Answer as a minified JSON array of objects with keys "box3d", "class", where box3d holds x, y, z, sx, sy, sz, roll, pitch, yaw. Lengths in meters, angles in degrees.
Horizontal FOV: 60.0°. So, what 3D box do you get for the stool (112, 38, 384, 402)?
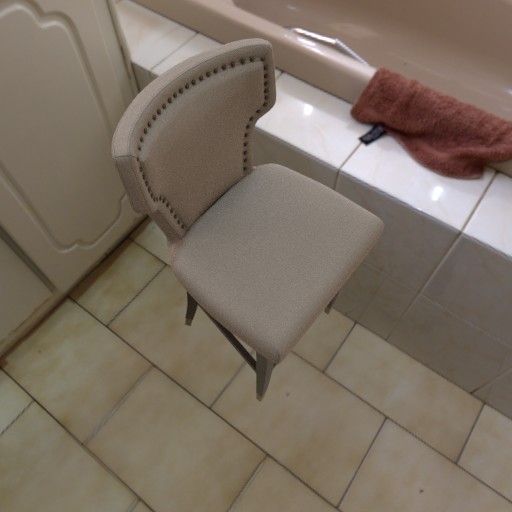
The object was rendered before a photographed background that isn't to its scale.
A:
[{"box3d":[0.000,0.000,1.392,0.563,1.092,0.526,35,65,19],"class":"stool"}]
